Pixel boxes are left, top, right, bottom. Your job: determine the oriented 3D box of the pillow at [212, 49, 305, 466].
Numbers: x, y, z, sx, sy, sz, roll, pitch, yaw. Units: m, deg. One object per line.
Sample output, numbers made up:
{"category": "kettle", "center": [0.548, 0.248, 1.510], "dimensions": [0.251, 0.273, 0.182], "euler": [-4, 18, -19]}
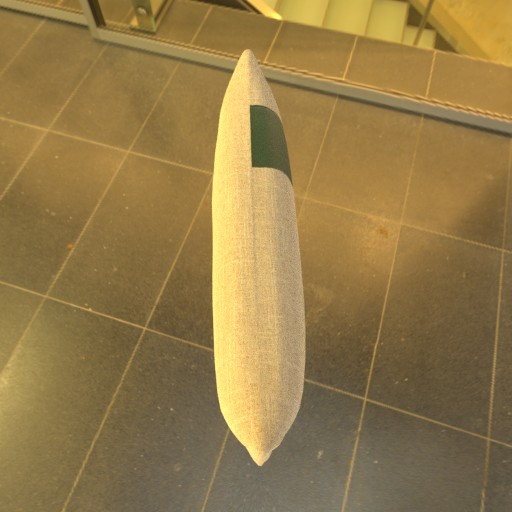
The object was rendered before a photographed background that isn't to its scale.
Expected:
{"category": "pillow", "center": [0.000, 0.000, 1.016], "dimensions": [0.197, 0.429, 0.859], "euler": [-2, 63, -1]}
